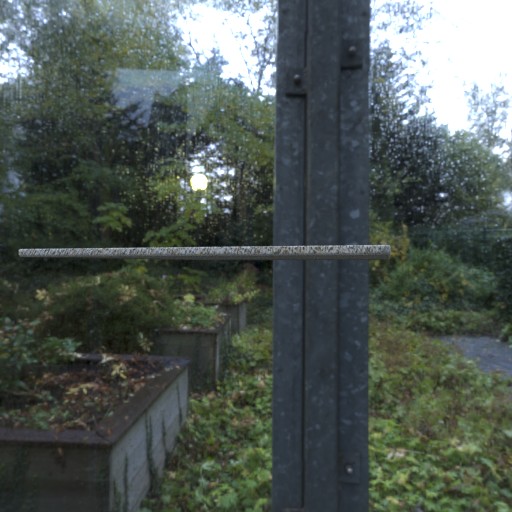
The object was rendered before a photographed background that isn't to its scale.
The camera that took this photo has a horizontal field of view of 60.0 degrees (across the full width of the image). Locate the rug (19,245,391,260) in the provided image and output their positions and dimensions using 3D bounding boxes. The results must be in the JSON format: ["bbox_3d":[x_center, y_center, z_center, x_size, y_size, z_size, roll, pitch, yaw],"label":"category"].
[{"bbox_3d":[0.000,0.000,2.075,1.200,0.027,1.600,0,-1,17],"label":"rug"}]
